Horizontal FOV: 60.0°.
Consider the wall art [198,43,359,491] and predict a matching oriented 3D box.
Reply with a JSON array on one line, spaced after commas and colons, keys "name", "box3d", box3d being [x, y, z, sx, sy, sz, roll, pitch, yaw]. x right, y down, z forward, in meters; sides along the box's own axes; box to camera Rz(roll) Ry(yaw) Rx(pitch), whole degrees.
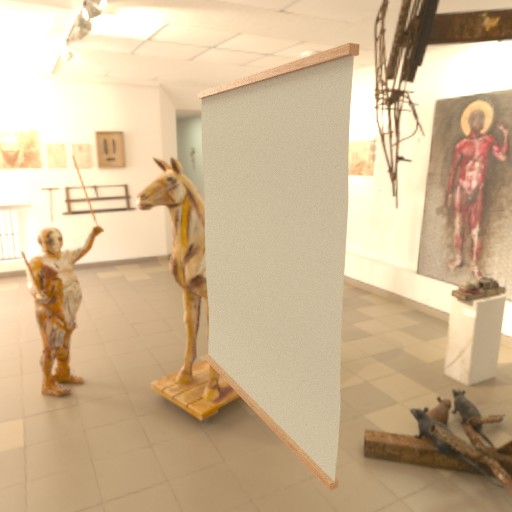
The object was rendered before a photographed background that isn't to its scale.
[{"name": "wall art", "box3d": [0.000, 0.000, 0.664, 0.013, 0.508, 0.406, -7, 15, -28]}]
